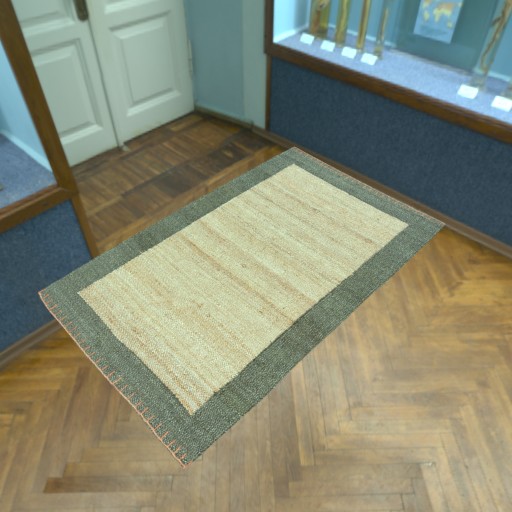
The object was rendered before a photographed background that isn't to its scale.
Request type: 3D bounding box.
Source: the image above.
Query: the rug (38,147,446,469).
[{"bbox_3d":[0.000,0.000,3.001,2.435,0.006,1.521,-35,55,-30],"label":"rug"}]
